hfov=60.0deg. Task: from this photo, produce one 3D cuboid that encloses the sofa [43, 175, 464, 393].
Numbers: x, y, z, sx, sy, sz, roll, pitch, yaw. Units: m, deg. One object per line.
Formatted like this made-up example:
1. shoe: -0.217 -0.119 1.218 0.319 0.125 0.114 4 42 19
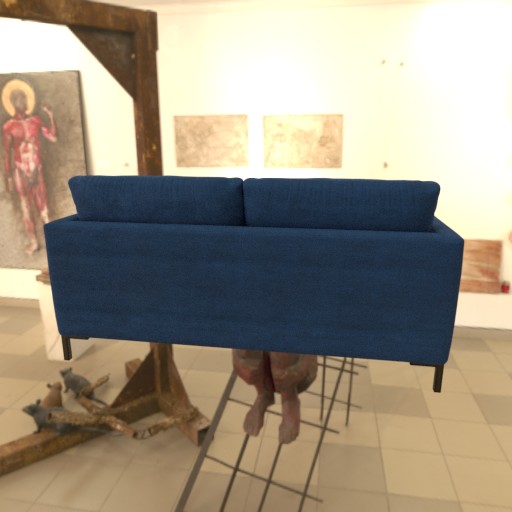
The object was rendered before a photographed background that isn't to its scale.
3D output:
1. sofa: 0.000 0.000 2.159 1.676 0.817 0.875 2 15 9
